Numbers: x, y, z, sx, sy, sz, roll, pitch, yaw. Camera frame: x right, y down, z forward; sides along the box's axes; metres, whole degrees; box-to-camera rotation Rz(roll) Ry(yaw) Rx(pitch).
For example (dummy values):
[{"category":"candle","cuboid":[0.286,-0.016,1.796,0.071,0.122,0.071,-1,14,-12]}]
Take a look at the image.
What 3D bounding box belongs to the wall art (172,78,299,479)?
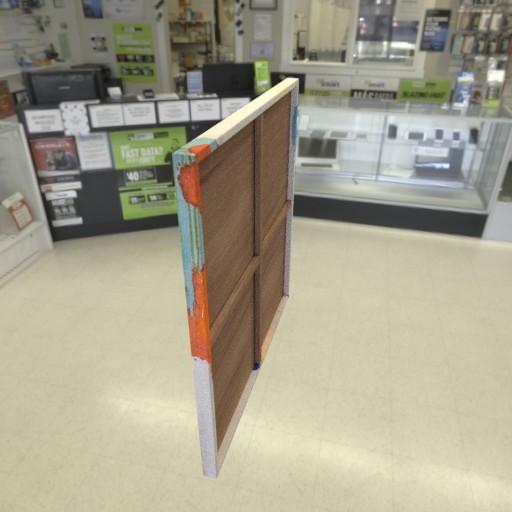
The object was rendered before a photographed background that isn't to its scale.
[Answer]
[{"category":"wall art","cuboid":[0.000,0.000,1.229,0.037,0.814,0.814,8,31,14]}]
